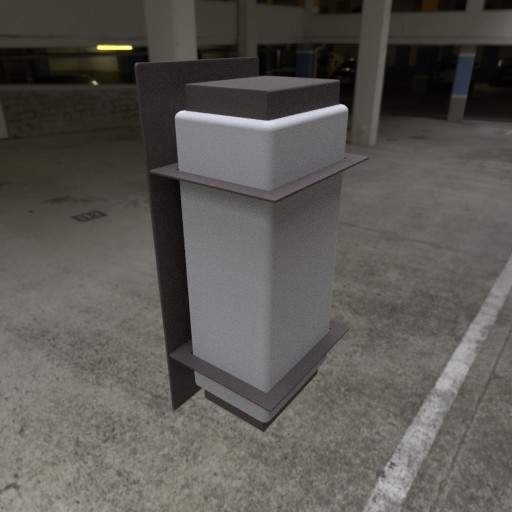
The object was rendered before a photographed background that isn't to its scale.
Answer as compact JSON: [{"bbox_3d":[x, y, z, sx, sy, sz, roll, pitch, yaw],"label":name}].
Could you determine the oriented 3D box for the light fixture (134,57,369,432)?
[{"bbox_3d":[0.000,0.000,0.431,0.146,0.347,0.153,18,31,32],"label":"light fixture"}]
